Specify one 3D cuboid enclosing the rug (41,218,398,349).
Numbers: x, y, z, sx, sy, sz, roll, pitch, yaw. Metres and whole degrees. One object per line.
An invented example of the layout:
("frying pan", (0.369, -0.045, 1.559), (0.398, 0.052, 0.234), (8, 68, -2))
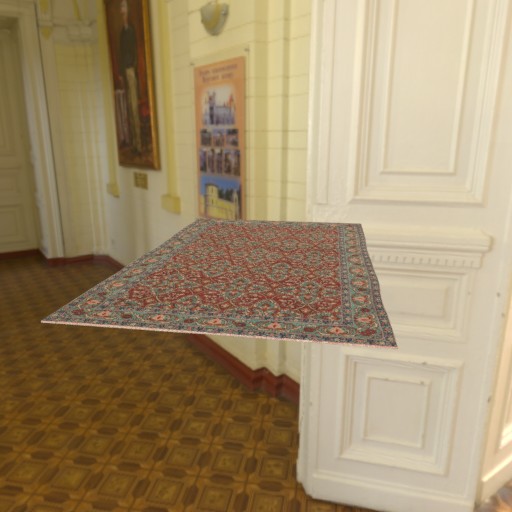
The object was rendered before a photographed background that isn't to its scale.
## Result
("rug", (0.000, 0.000, 2.993), (1.533, 0.011, 2.439), (3, 16, 9))
